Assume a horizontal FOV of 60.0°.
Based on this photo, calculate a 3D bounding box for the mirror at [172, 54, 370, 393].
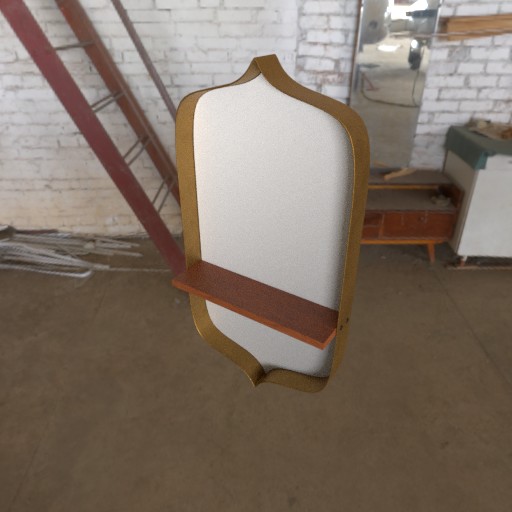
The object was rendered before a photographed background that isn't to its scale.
[{"bbox_3d":[0.000,0.000,0.744,0.323,0.613,0.096,19,36,29],"label":"mirror"}]
